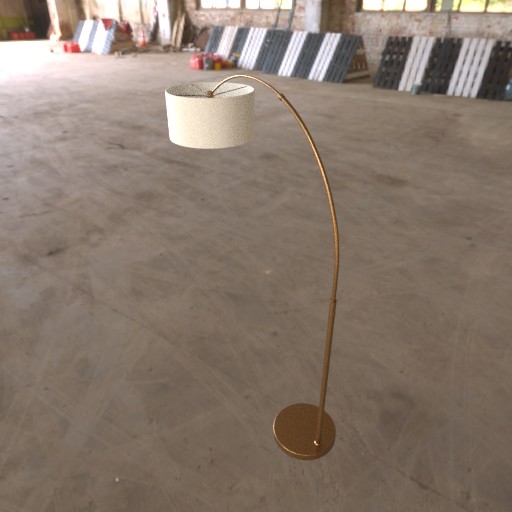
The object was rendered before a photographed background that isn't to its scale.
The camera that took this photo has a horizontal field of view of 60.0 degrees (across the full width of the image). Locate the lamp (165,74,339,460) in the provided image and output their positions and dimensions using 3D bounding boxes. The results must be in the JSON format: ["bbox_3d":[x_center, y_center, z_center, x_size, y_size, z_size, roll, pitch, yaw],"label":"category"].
[{"bbox_3d":[0.000,0.000,2.549,0.493,1.927,1.434,-18,35,-28],"label":"lamp"}]
